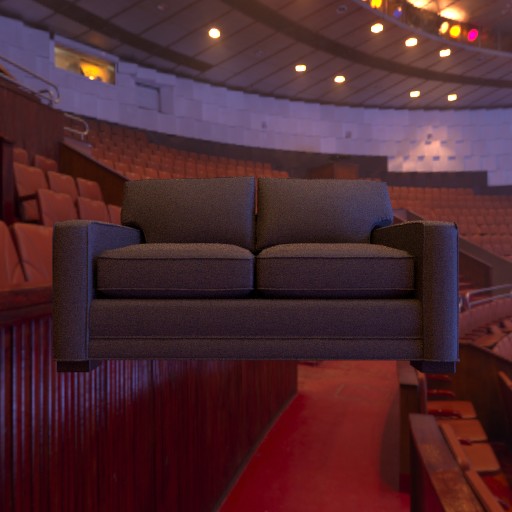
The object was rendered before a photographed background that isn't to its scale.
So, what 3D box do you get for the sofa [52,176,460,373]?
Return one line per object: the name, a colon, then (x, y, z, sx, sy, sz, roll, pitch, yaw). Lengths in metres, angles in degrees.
sofa: (0.000, 0.000, 2.131, 1.534, 0.887, 0.974, 0, 0, 0)
